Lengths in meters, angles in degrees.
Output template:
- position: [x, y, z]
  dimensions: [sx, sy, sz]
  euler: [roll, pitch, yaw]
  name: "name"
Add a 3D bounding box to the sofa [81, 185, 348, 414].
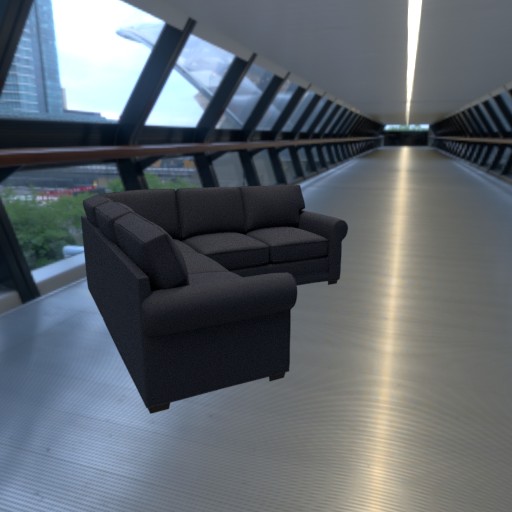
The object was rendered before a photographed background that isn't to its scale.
- position: [0.000, 0.000, 3.887]
  dimensions: [2.562, 1.042, 2.487]
  euler: [-7, 16, -27]
  name: "sofa"
